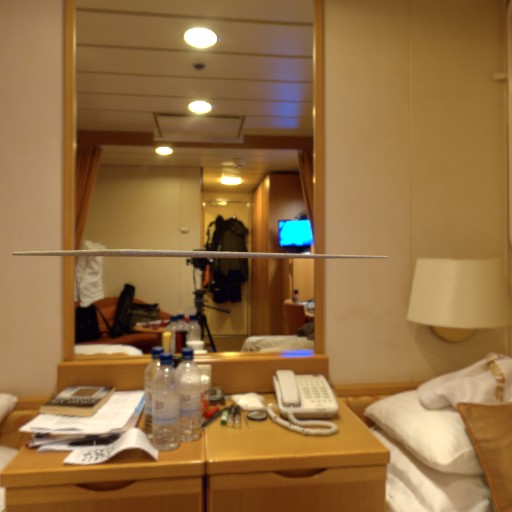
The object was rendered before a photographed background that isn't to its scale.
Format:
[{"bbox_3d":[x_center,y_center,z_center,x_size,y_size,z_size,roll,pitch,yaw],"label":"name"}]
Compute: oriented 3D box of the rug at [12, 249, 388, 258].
[{"bbox_3d":[0.000,0.000,2.430,0.678,0.014,2.276,-1,-1,36],"label":"rug"}]
